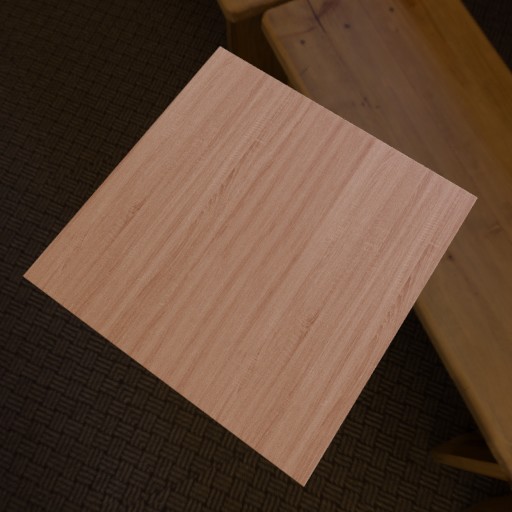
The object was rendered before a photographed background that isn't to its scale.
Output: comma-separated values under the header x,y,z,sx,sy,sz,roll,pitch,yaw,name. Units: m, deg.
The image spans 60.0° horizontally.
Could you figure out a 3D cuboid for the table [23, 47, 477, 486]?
x,y,z,sx,sy,sz,roll,pitch,yaw,name
0.000,0.000,1.055,0.670,0.305,0.670,34,77,9,table
